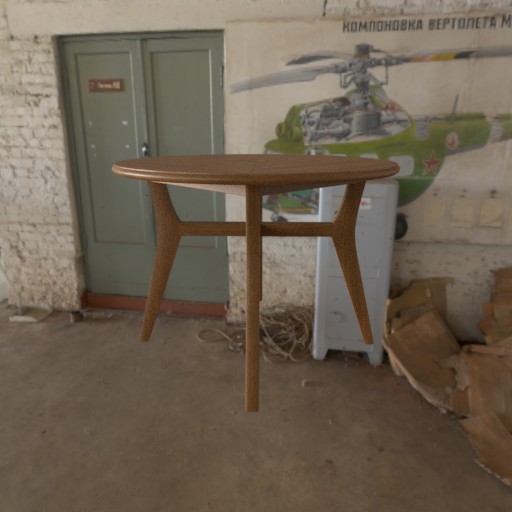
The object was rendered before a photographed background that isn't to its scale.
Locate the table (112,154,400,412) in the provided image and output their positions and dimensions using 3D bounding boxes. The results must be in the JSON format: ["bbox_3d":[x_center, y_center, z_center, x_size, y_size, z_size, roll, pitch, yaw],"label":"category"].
[{"bbox_3d":[0.000,0.000,1.800,1.055,0.757,1.055,0,16,0],"label":"table"}]
